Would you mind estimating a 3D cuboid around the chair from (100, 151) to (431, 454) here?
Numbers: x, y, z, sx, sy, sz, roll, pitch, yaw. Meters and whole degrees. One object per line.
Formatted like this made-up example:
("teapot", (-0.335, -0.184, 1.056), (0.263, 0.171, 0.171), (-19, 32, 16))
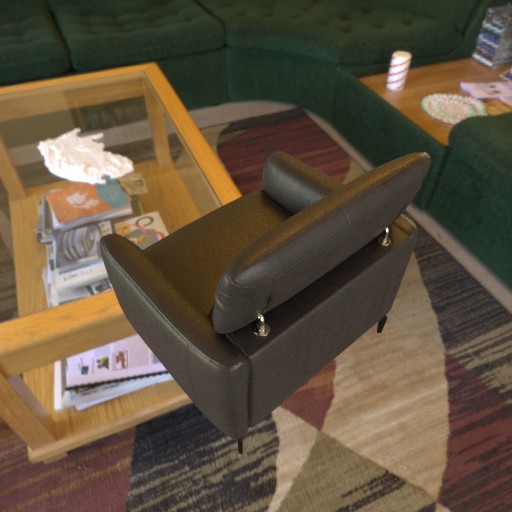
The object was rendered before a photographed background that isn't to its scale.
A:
("chair", (0.000, 0.000, 1.710), (0.976, 0.949, 0.809), (-32, 54, -27))
